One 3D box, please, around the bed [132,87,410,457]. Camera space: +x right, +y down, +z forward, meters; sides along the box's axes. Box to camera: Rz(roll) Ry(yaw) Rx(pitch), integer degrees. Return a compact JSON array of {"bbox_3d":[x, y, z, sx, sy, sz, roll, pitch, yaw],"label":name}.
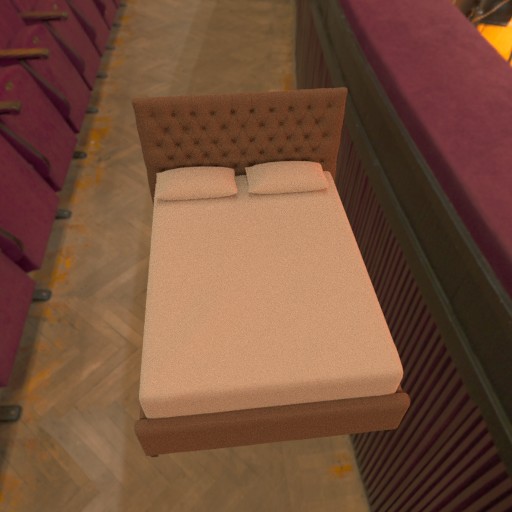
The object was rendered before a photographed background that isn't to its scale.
[{"bbox_3d":[0.000,0.000,3.220,1.696,1.426,2.233,-4,47,-4],"label":"bed"}]
